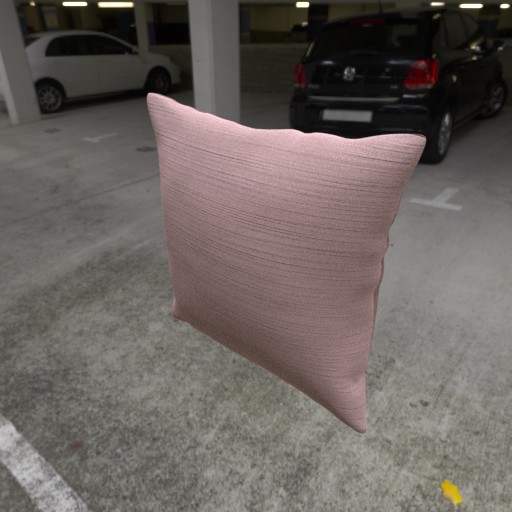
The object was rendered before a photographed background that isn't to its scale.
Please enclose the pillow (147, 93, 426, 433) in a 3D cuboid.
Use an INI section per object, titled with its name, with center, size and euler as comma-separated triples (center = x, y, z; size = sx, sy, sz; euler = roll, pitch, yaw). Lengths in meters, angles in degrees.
[pillow]
center = 0.000, 0.000, 0.720
size = 0.470, 0.464, 0.175
euler = 22, 37, 34
